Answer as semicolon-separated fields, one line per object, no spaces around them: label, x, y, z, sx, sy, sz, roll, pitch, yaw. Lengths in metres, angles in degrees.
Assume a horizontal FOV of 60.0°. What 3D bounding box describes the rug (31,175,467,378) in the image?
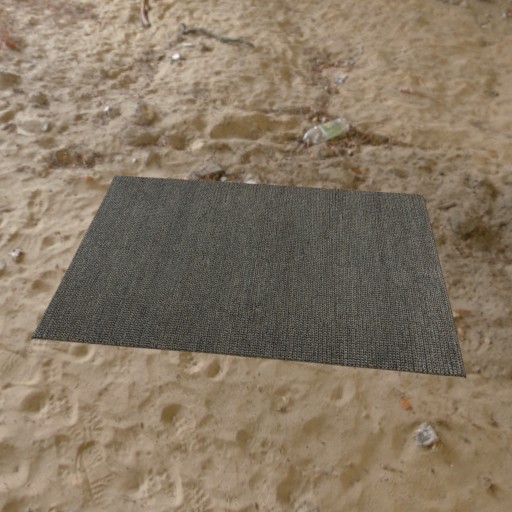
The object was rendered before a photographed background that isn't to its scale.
rug;0.000;0.000;2.974;2.443;0.021;1.538;4;48;4
